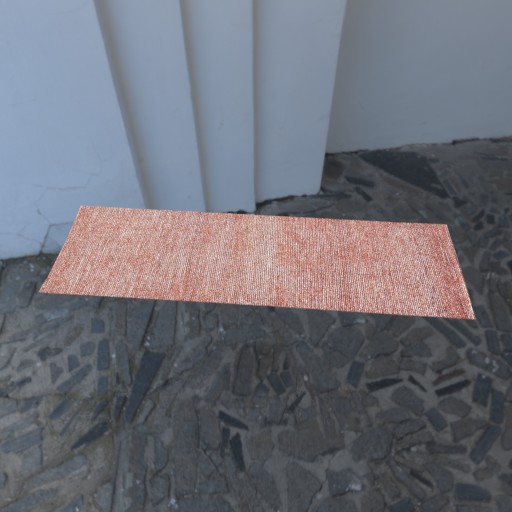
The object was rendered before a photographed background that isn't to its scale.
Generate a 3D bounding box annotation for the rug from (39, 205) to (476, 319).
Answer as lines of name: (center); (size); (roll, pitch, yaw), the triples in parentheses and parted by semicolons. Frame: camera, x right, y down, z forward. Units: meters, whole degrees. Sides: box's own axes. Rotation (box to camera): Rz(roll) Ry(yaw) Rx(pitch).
rug: (0.000, 0.000, 2.599); (2.353, 0.013, 0.718); (3, 48, 3)
